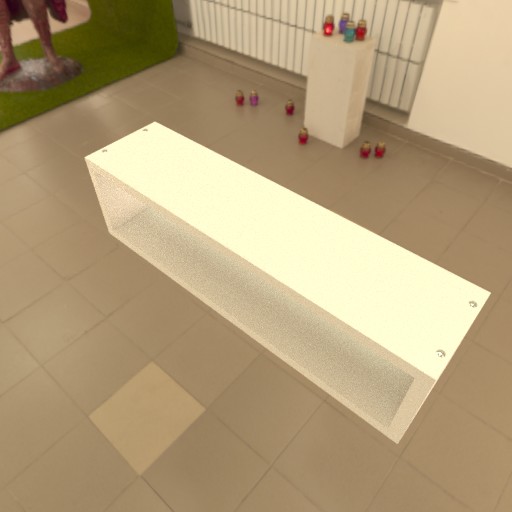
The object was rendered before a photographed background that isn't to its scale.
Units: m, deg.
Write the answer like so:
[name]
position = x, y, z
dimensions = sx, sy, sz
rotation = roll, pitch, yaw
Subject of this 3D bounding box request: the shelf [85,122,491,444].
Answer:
[shelf]
position = 0.000, 0.000, 0.687
dimensions = 0.610, 0.170, 0.150
rotation = 32, 54, 27
